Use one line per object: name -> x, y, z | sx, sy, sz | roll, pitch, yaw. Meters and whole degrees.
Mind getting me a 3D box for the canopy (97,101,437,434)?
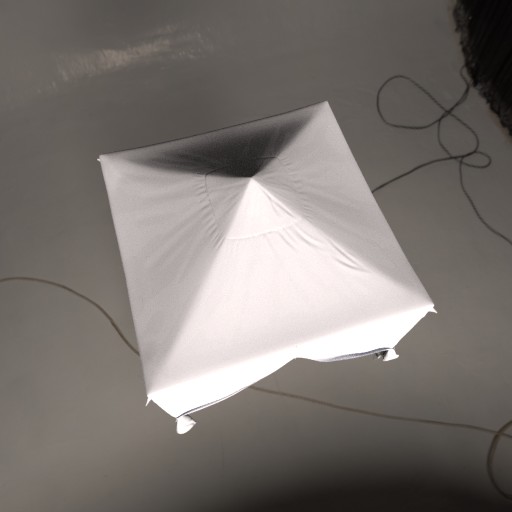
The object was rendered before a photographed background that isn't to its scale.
canopy -> 0.000, 0.000, 5.404 | 3.043, 2.997, 3.121 | -16, 65, -8
